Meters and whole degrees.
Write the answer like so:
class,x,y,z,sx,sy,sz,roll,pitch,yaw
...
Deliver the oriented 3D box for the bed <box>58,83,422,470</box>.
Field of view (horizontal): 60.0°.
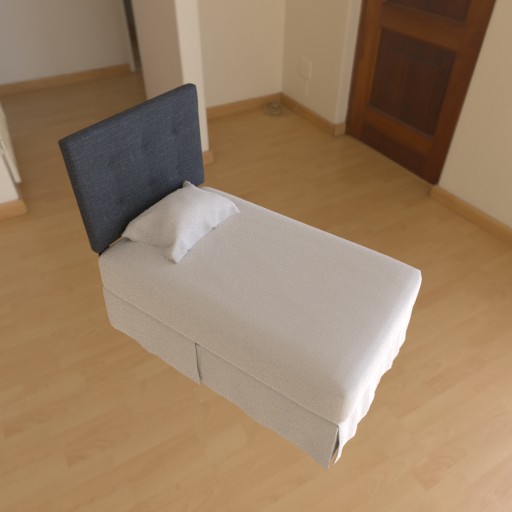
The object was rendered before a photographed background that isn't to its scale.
class,x,y,z,sx,sy,sz,roll,pitch,yaw
bed,0.000,0.000,2.944,1.997,1.571,1.261,24,46,26
